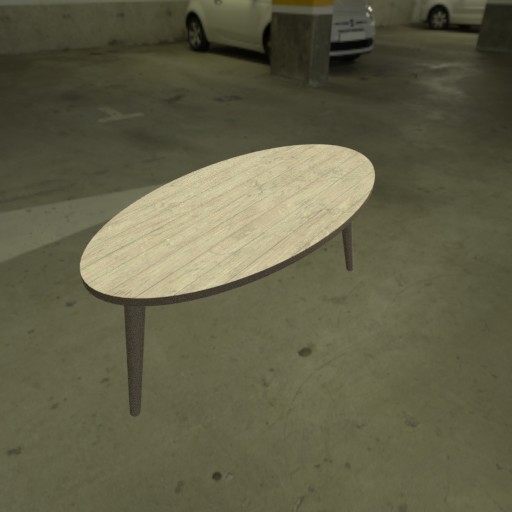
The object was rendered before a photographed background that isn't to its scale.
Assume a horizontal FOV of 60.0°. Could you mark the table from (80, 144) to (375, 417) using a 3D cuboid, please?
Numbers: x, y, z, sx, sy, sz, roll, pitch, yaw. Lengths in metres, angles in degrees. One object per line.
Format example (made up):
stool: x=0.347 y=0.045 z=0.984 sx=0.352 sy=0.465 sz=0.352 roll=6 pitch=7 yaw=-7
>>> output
table: x=0.000 y=0.000 z=1.335 sx=0.542 sy=0.390 sz=1.083 roll=20 pitch=37 yaw=29
